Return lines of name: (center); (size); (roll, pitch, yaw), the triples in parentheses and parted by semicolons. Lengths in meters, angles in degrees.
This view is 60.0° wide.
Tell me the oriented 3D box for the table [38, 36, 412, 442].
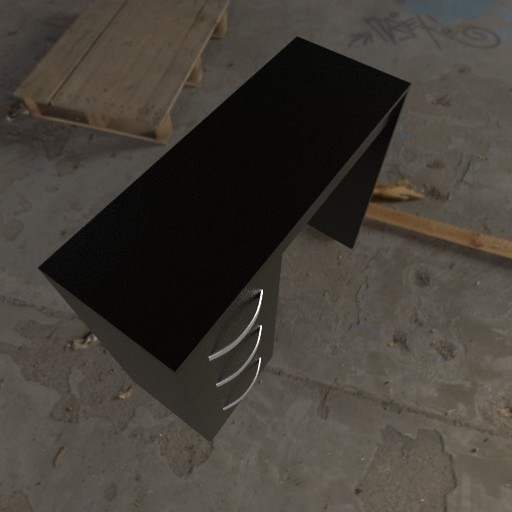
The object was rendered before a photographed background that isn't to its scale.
table: (0.000, 0.000, 1.339); (0.380, 0.790, 0.930); (31, 64, 18)
